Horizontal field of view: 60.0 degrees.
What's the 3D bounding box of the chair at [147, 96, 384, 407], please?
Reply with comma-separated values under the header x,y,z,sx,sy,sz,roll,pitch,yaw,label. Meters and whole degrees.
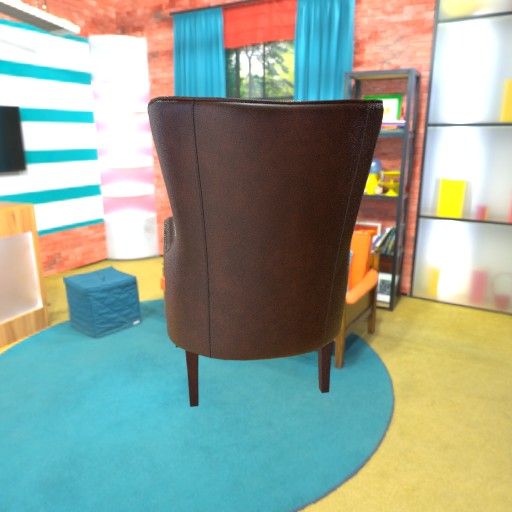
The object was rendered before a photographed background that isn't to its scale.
x,y,z,sx,sy,sz,roll,pitch,yaw,label
0.000,0.000,1.625,0.692,1.048,0.914,-3,15,-10,chair
